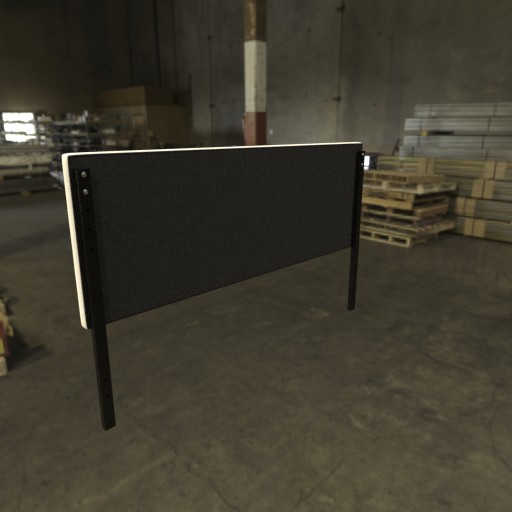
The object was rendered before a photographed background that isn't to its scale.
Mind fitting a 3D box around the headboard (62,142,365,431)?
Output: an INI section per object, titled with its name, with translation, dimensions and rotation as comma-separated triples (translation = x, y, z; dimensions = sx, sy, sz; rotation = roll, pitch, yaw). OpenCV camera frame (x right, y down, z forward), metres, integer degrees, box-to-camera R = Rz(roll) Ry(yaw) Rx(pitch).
[headboard]
translation = 0.000, 0.000, 2.929
dimensions = 2.362, 1.410, 0.120
rotation = -15, 22, -42
